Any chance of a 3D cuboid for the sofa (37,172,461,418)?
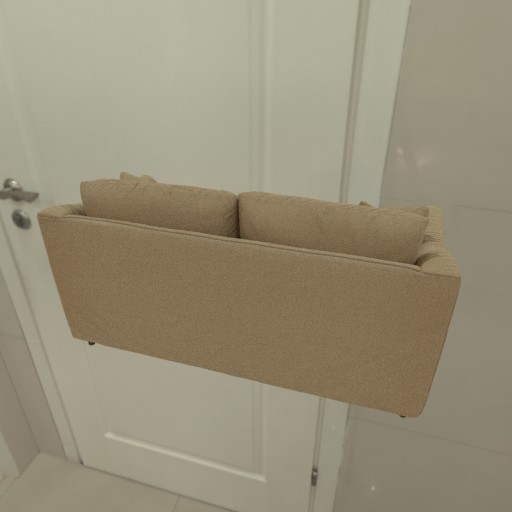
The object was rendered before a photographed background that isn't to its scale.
[{"bbox_3d":[0.000,0.000,2.567,2.010,1.018,1.072,9,32,15],"label":"sofa"}]
